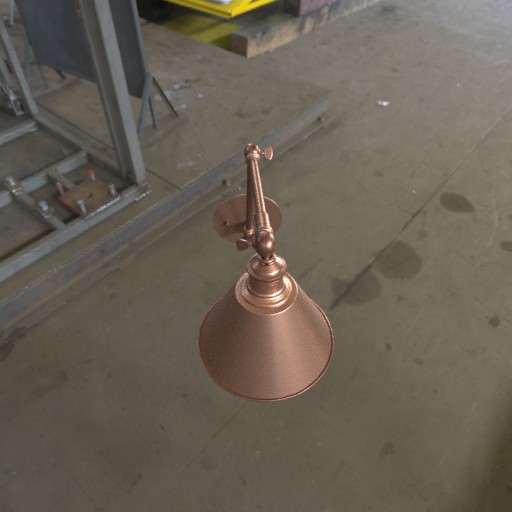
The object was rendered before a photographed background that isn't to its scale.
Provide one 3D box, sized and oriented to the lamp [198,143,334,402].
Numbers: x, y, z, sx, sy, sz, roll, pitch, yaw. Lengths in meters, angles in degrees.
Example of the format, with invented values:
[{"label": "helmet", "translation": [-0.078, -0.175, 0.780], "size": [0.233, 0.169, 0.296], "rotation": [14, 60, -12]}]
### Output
[{"label": "lamp", "translation": [0.000, 0.000, 0.882], "size": [0.223, 0.502, 0.624], "rotation": [-3, 47, -3]}]
